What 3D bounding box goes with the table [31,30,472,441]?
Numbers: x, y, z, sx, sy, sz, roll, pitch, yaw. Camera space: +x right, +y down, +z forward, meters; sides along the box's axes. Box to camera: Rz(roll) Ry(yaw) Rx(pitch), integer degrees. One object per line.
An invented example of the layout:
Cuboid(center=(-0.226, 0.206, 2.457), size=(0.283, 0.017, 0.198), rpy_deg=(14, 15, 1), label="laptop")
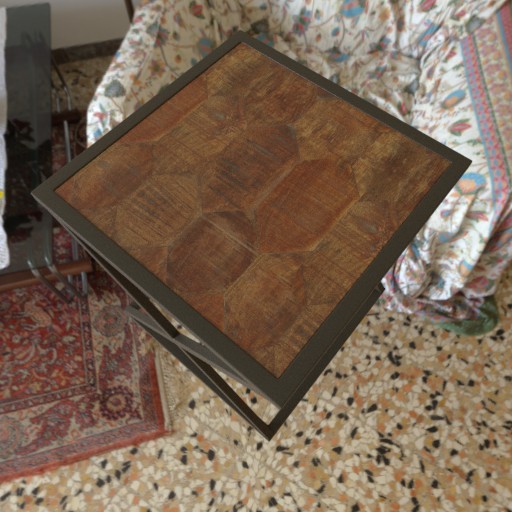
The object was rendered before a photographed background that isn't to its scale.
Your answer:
Cuboid(center=(0.000, 0.000, 0.956), size=(0.500, 0.565, 0.500), rpy_deg=(37, 69, 17), label="table")
